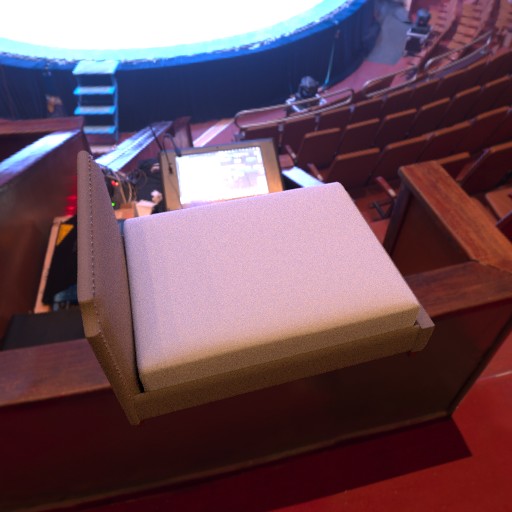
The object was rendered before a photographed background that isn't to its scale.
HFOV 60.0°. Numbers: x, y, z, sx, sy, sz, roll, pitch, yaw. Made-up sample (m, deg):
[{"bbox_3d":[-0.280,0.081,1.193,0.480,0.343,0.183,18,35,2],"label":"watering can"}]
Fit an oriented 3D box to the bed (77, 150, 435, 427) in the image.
[{"bbox_3d":[0.000,0.000,3.507,2.372,1.443,1.713,-11,48,-10],"label":"bed"}]
